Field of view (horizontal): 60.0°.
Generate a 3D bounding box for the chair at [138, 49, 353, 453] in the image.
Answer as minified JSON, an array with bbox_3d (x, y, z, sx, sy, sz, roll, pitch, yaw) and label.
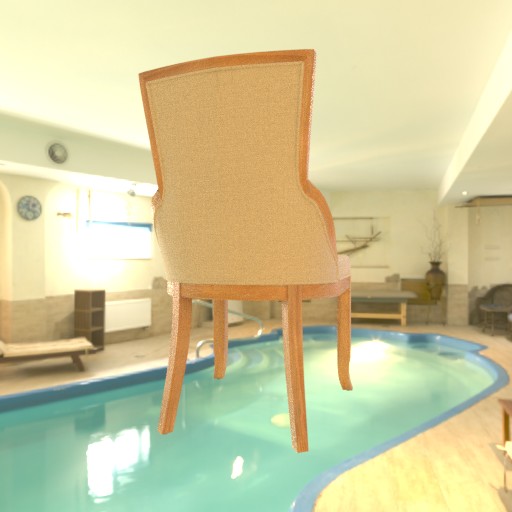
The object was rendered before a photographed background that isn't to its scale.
[{"bbox_3d":[0.000,0.000,1.348,0.524,0.947,0.641,0,0,17],"label":"chair"}]
